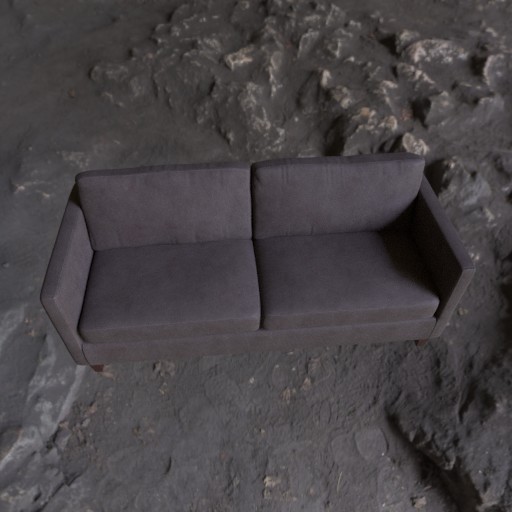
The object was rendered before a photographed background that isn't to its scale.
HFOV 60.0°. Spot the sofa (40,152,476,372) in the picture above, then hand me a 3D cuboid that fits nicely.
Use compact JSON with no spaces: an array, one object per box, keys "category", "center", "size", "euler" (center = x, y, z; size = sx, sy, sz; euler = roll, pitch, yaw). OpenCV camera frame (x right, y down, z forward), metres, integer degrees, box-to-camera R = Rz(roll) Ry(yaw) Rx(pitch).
[{"category":"sofa","center":[0.000,0.000,2.685],"size":[2.208,0.965,0.951],"euler":[-4,47,-3]}]
